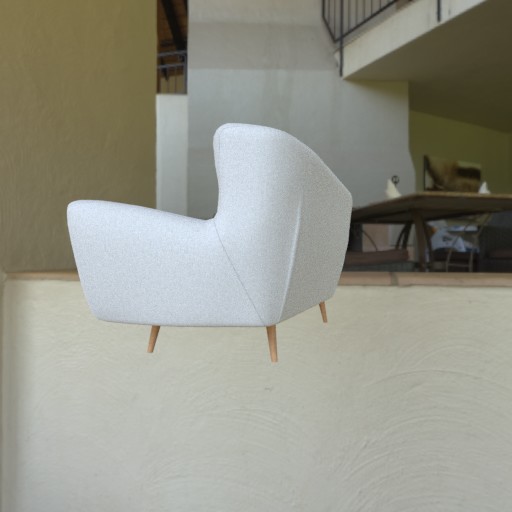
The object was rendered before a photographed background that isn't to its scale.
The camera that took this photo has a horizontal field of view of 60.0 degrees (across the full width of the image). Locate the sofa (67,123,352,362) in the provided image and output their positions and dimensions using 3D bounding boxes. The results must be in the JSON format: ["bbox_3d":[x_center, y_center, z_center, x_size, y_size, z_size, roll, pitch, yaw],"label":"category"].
[{"bbox_3d":[0.000,0.000,2.406,0.899,0.890,1.930,0,0,19],"label":"sofa"}]
